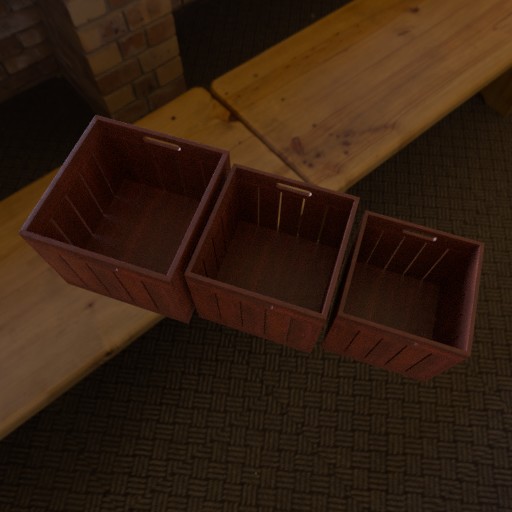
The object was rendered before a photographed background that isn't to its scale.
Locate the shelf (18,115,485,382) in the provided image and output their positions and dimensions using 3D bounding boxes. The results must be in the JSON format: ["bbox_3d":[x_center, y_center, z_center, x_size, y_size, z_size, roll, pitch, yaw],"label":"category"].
[{"bbox_3d":[0.000,0.000,1.203,1.064,0.311,0.393,17,65,8],"label":"shelf"}]
